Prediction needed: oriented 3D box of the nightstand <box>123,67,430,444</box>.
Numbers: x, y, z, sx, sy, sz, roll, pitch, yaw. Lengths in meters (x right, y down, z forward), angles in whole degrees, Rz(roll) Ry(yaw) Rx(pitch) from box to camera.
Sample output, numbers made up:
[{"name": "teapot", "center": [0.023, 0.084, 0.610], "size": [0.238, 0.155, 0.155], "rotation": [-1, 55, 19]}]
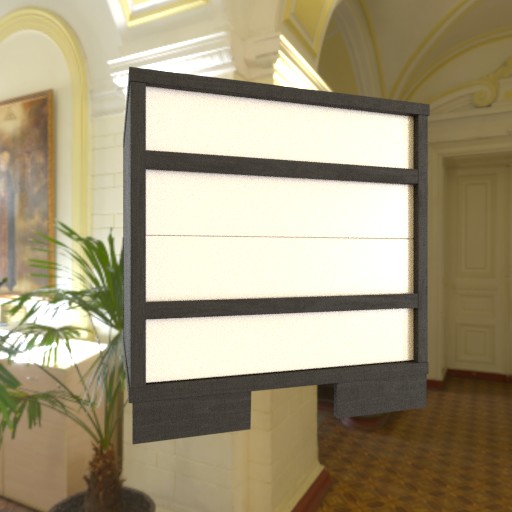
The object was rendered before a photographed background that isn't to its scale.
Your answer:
[{"name": "nightstand", "center": [0.000, 0.000, 0.753], "size": [0.427, 0.448, 0.347], "rotation": [0, 0, -18]}]
